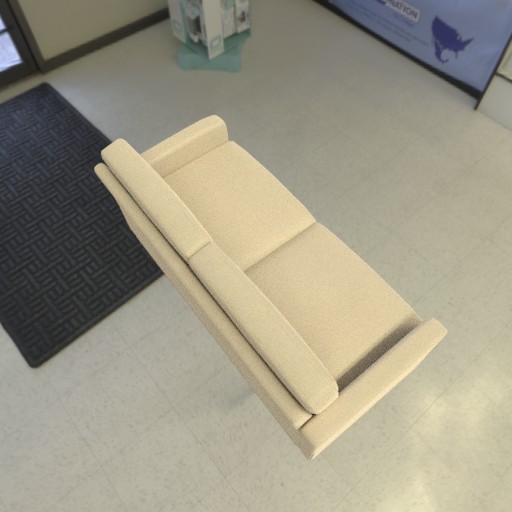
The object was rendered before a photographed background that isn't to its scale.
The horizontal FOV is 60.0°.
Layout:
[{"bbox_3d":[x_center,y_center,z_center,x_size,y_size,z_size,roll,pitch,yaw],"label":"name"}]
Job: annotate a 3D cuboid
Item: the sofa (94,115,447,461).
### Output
[{"bbox_3d":[0.000,0.000,2.330,0.894,0.831,1.808,-33,64,-19],"label":"sofa"}]
